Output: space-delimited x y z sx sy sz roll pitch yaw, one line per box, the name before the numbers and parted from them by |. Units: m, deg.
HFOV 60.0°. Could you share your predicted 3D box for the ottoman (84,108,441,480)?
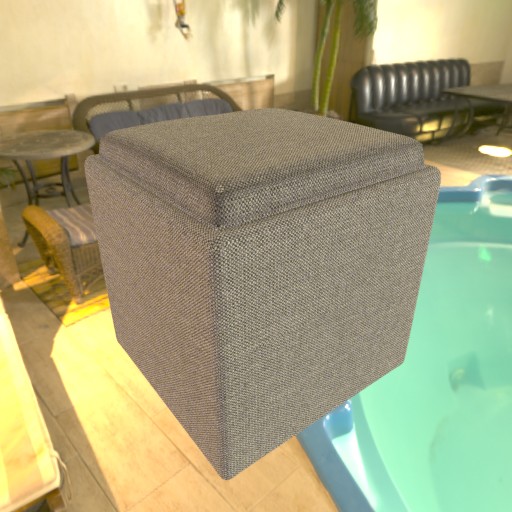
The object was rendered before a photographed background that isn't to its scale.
ottoman | 0.000 0.000 0.841 0.454 0.487 0.436 -20 34 -32
